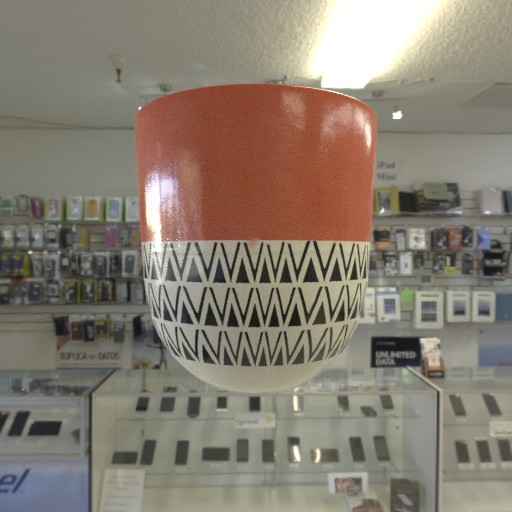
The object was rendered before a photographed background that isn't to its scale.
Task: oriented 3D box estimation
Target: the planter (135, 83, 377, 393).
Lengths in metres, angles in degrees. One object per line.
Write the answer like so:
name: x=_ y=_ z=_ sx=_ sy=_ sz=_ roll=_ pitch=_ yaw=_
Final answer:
planter: x=0.000 y=0.000 z=0.370 sx=0.195 sy=0.214 sz=0.195 roll=0 pitch=1 yaw=0
